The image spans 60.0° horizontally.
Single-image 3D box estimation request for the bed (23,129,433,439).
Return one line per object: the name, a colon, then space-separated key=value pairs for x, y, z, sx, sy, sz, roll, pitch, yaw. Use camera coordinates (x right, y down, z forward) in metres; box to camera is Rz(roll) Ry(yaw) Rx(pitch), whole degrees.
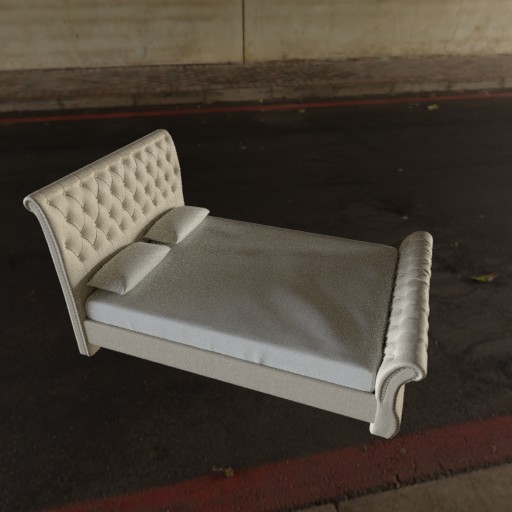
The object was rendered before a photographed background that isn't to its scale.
bed: x=0.000 y=0.000 z=3.325 sx=2.493 sy=1.268 sz=1.606 roll=11 pitch=33 yaw=17
